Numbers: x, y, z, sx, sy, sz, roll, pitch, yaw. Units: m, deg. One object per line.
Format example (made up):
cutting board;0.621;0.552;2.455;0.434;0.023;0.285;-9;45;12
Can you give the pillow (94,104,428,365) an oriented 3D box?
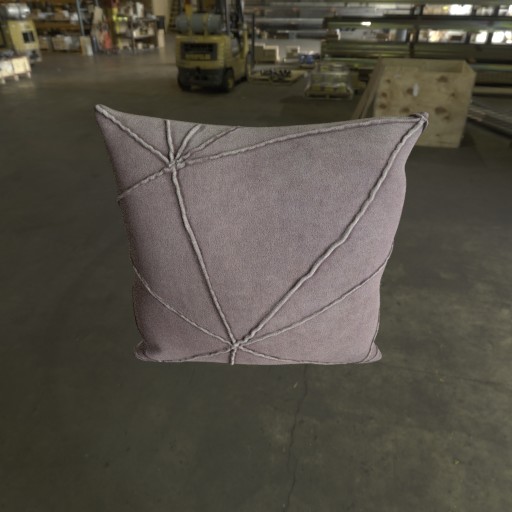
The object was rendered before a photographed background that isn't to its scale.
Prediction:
pillow;0.000;0.000;0.671;0.439;0.440;0.185;1;31;1
